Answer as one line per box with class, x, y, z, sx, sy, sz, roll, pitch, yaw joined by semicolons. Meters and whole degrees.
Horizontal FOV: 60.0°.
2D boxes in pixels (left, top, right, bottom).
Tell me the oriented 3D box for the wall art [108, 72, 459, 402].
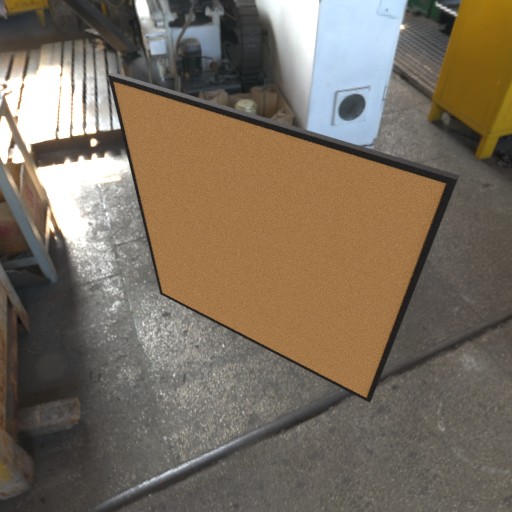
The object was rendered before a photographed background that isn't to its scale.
wall art;0.000;0.000;0.978;0.664;0.663;0.015;23;50;21
